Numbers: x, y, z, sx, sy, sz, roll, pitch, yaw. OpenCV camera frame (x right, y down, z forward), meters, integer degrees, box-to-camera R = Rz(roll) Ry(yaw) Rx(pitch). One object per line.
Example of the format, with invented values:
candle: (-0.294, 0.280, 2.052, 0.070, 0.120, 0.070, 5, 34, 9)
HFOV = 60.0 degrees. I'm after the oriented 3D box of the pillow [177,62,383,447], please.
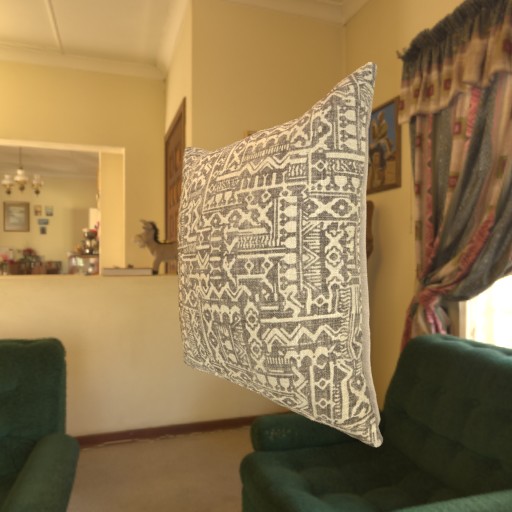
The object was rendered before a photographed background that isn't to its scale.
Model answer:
pillow: (0.000, 0.000, 0.767, 0.180, 0.487, 0.546, 0, 0, -34)
